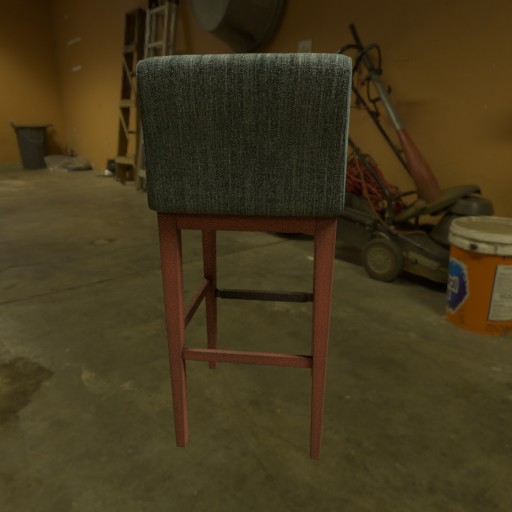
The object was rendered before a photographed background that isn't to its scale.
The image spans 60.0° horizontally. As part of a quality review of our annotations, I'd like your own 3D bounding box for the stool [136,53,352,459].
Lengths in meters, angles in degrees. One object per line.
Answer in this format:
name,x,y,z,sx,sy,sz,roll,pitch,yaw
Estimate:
stool,0.000,0.000,1.213,0.426,0.965,0.499,2,18,7
